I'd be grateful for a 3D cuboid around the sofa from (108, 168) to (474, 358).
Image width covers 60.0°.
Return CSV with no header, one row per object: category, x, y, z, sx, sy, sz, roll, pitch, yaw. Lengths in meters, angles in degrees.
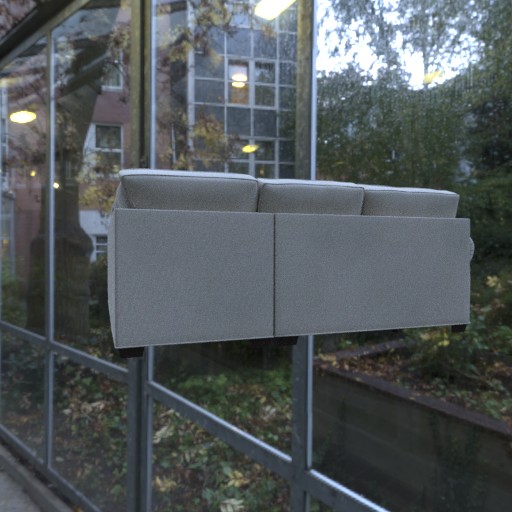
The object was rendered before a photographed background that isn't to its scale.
sofa,0.000,0.000,3.948,2.487,1.054,2.569,0,1,-19
